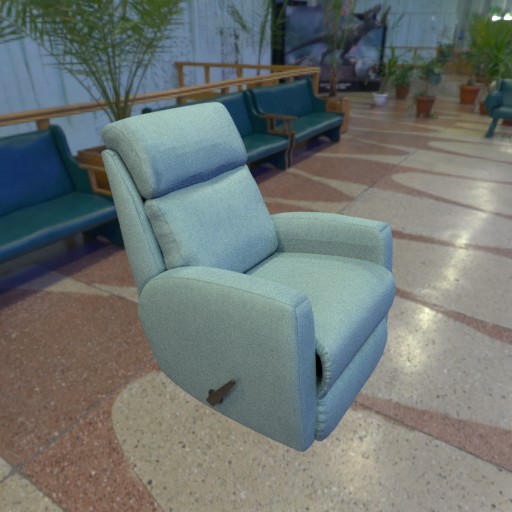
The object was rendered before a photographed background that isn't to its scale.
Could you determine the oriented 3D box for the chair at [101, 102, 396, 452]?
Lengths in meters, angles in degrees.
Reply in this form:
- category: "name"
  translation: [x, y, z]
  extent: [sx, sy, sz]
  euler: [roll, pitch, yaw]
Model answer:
- category: "chair"
  translation: [0.000, 0.000, 1.689]
  extent: [0.940, 1.013, 0.812]
  euler: [17, 32, 31]
